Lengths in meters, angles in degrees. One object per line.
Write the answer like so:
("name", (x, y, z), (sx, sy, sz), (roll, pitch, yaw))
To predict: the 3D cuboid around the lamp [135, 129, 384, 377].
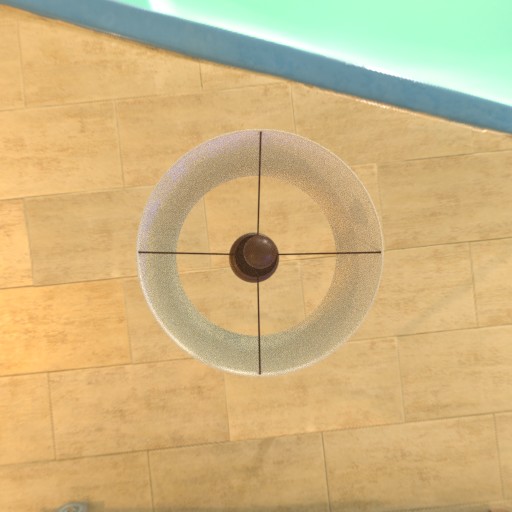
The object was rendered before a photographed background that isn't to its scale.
("lamp", (0.000, 0.000, 0.723), (0.250, 0.597, 0.250), (0, 89, -1))
